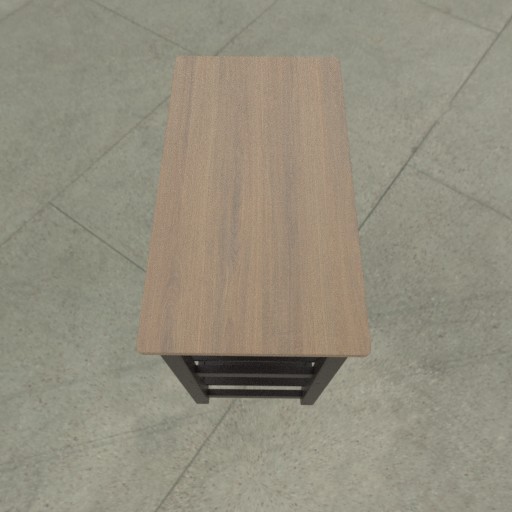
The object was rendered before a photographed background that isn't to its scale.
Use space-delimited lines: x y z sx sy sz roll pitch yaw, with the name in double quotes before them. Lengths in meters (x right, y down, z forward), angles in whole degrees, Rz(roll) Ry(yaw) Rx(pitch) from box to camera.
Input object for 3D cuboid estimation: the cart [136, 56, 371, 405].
"cart" 0.000 0.000 1.471 0.457 0.927 0.899 1 63 0
